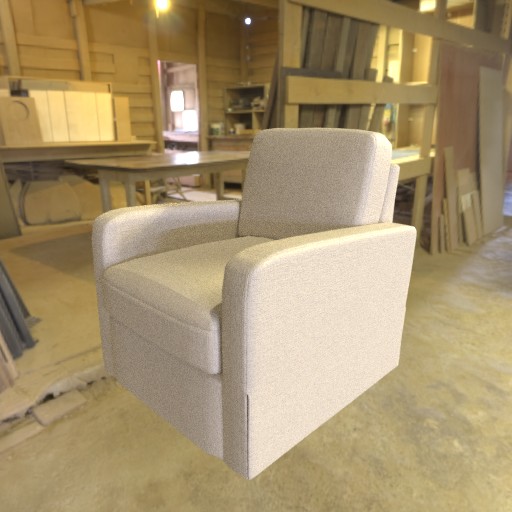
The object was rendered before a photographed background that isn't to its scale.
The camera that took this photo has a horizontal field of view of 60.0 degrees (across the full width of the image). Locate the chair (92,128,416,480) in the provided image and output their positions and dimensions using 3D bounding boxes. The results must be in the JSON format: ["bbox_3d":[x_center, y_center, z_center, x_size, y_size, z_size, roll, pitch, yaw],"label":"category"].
[{"bbox_3d":[0.000,0.000,1.502,0.755,0.827,0.888,16,23,42],"label":"chair"}]
